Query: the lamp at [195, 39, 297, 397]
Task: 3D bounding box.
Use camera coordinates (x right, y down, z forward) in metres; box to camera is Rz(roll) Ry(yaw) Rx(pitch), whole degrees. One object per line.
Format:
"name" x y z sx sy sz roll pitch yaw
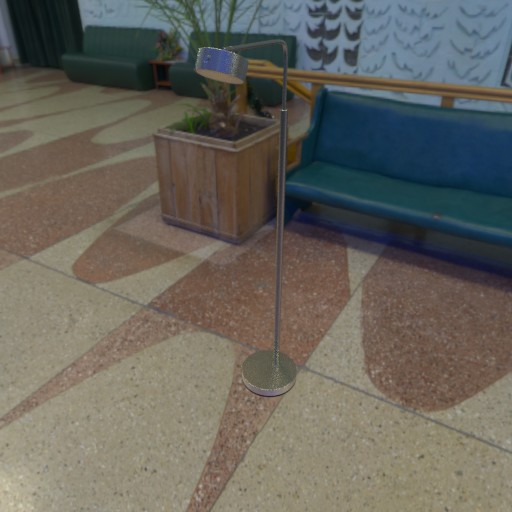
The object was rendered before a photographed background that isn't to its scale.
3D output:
"lamp" 0.000 0.000 1.422 0.222 1.250 0.421 18 35 27
